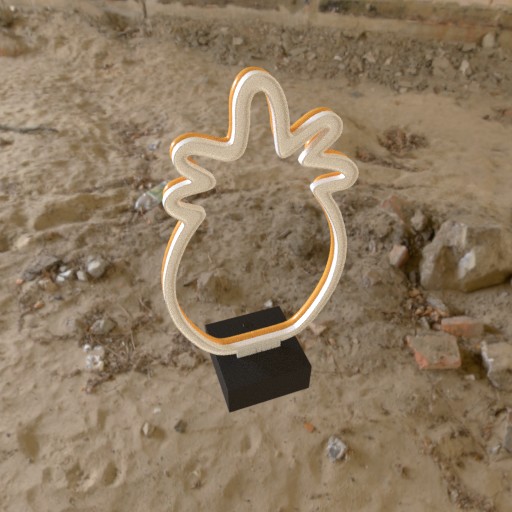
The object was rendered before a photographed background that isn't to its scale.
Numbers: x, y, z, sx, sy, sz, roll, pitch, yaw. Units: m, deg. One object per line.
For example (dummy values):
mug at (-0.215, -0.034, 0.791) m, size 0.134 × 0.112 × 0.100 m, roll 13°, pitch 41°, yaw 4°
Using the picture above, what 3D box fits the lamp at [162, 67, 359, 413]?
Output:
lamp at (0.000, 0.000, 0.386) m, size 0.167 × 0.317 × 0.088 m, roll -13°, pitch 42°, yaw -15°
